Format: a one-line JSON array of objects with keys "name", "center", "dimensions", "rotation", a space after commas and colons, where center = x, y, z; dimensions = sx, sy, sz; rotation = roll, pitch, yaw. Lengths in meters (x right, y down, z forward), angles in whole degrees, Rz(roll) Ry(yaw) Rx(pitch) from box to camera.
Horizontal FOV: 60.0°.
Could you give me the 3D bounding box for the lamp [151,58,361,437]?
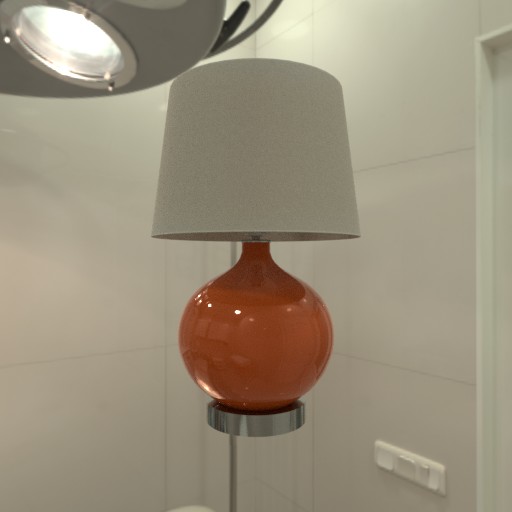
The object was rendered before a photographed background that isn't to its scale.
[{"name": "lamp", "center": [0.000, 0.000, 0.534], "dimensions": [0.247, 0.387, 0.247], "rotation": [0, 0, 0]}]
